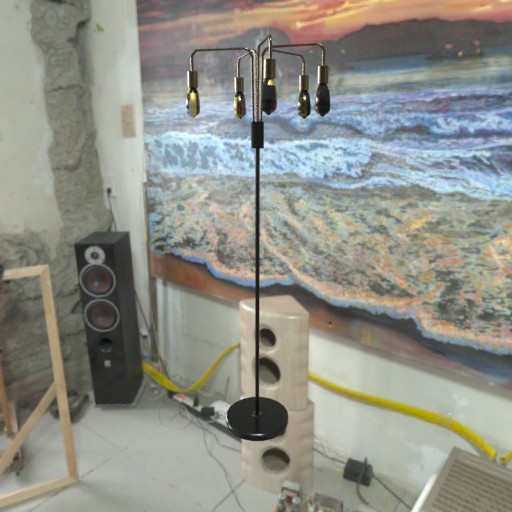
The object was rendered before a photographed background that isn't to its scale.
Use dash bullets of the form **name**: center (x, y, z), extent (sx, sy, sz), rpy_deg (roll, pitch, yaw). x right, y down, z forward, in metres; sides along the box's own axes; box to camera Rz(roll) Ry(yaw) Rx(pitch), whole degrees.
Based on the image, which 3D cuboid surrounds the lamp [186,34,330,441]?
- **lamp**: center (0.000, 0.000, 1.984), extent (0.599, 1.721, 0.572), rpy_deg (2, 16, 8)
